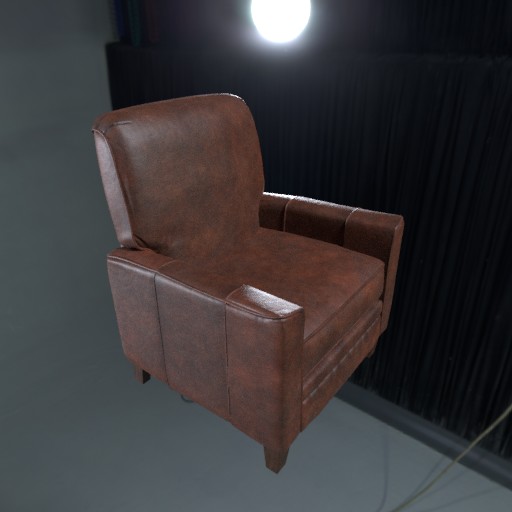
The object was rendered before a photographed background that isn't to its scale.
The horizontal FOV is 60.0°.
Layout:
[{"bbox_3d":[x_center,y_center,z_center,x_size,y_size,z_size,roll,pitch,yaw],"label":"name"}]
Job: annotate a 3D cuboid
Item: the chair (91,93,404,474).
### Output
[{"bbox_3d":[0.000,0.000,1.638,0.836,1.043,0.843,19,33,32],"label":"chair"}]
